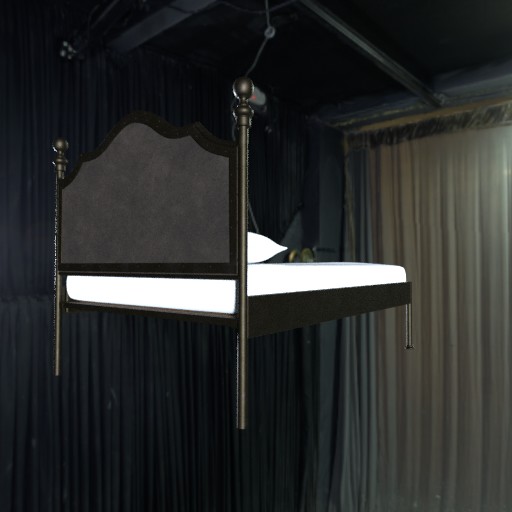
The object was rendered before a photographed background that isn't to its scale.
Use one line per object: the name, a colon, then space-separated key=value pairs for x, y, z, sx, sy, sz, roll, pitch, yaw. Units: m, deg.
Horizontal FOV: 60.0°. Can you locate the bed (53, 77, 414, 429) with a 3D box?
bed: x=0.000 y=0.000 z=3.111 sx=1.533 sy=1.462 sz=2.170 roll=-1 pitch=-1 yaw=37
